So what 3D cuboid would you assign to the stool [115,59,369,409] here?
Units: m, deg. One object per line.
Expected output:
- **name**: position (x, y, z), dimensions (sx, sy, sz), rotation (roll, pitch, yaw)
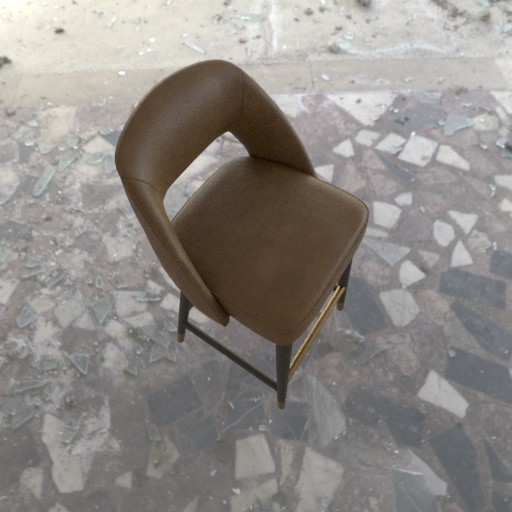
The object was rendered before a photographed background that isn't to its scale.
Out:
- **stool**: position (0.000, 0.000, 1.256), dimensions (0.509, 0.940, 0.494), rotation (29, 63, 16)
